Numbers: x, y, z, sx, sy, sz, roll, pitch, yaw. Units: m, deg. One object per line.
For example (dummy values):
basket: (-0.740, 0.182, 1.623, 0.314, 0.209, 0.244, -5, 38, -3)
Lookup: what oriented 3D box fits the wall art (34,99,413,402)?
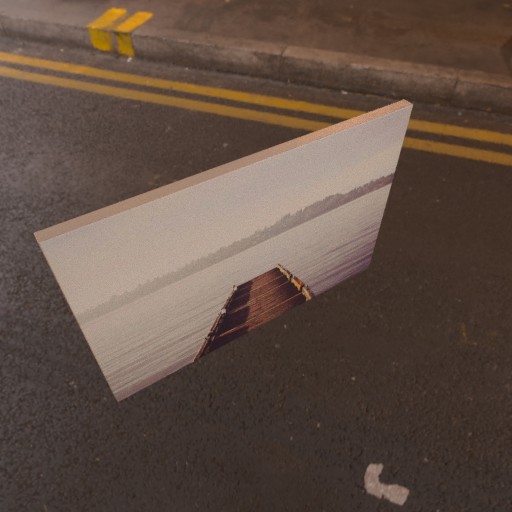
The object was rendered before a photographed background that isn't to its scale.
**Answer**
wall art: (0.000, 0.000, 0.784, 0.615, 0.410, 0.021, -25, 51, -22)
